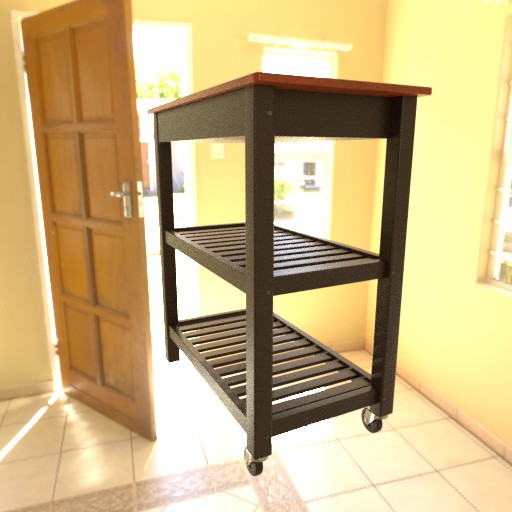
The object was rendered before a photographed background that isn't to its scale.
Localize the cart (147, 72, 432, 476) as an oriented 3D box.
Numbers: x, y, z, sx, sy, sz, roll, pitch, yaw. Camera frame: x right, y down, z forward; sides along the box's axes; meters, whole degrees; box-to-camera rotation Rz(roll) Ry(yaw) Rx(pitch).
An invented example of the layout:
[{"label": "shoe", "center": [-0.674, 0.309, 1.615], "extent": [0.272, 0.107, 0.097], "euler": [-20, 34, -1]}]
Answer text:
[{"label": "cart", "center": [0.000, 0.000, 1.404], "extent": [0.457, 0.927, 0.899], "euler": [-7, 15, -26]}]
